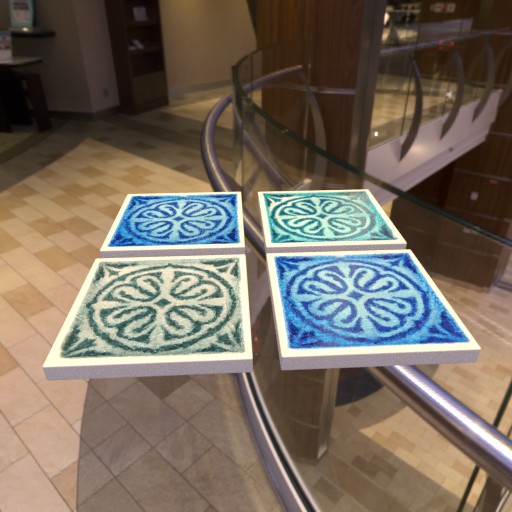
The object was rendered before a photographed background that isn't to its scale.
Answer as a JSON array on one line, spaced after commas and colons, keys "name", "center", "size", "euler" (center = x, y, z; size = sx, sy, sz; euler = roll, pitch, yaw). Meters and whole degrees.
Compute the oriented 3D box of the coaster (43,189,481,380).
[{"name": "coaster", "center": [0.000, 0.000, 0.314], "size": [0.219, 0.010, 0.214], "euler": [-2, 31, -3]}]
